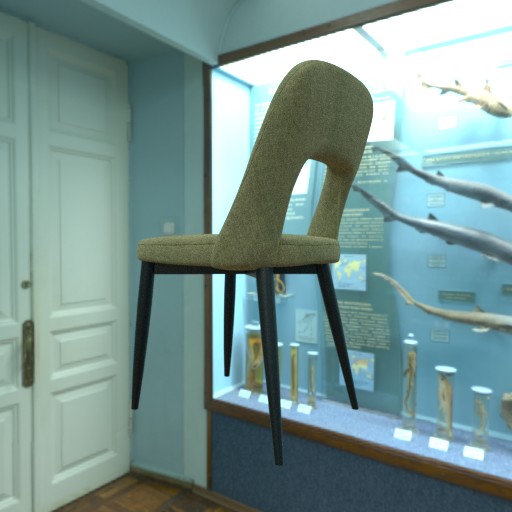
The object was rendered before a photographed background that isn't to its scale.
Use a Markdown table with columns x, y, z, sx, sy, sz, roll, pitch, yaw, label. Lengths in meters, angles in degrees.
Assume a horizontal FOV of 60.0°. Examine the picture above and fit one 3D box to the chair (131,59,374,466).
| x | y | z | sx | sy | sz | roll | pitch | yaw | label |
| --- | --- | --- | --- | --- | --- | --- | --- | --- | --- |
| 0.000 | 0.000 | 1.294 | 0.612 | 0.931 | 0.470 | 1 | 2 | 38 | chair |
